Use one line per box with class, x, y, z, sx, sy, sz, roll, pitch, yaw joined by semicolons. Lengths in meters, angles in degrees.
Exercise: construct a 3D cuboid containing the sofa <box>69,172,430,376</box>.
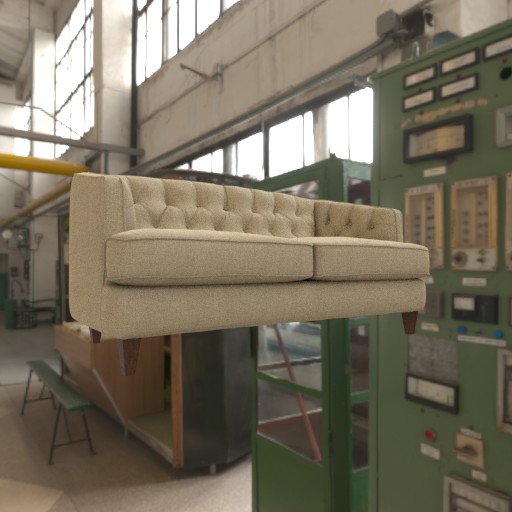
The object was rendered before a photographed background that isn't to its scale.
sofa;0.000;0.000;2.291;1.733;0.855;0.941;1;-2;-35
